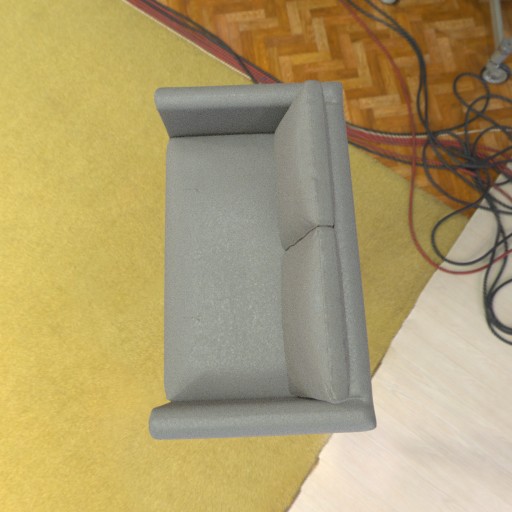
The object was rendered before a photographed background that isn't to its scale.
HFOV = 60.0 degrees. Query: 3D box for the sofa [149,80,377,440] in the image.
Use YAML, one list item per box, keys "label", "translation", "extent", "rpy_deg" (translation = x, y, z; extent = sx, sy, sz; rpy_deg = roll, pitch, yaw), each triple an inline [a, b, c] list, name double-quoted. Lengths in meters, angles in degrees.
- label: "sofa"
  translation: [0.000, 0.000, 2.165]
  extent: [0.899, 0.873, 1.598]
  rpy_deg: [-2, 76, -1]
